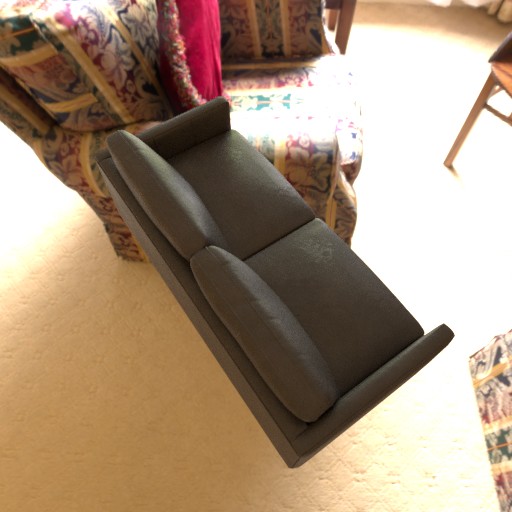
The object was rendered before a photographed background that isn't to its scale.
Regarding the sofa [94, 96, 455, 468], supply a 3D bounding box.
[{"bbox_3d":[0.000,0.000,2.476,0.933,0.863,1.971,-31,64,-17],"label":"sofa"}]
